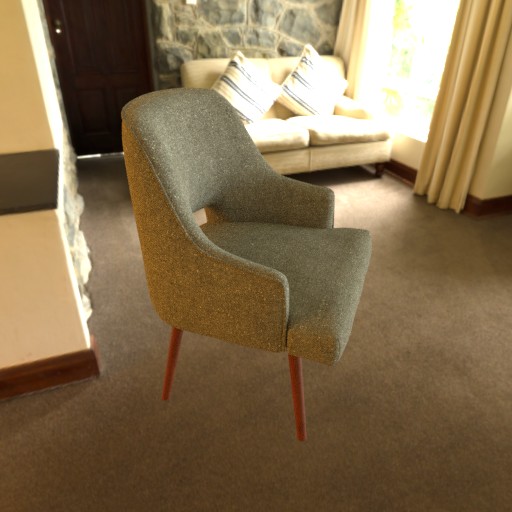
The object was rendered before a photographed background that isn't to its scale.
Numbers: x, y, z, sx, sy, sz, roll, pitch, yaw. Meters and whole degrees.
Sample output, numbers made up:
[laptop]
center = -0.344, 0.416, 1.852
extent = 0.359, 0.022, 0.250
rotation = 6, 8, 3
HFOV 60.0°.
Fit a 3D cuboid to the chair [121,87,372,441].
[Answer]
[chair]
center = 0.000, 0.000, 1.301
extent = 0.629, 0.875, 0.608
rotation = 10, 31, 17
